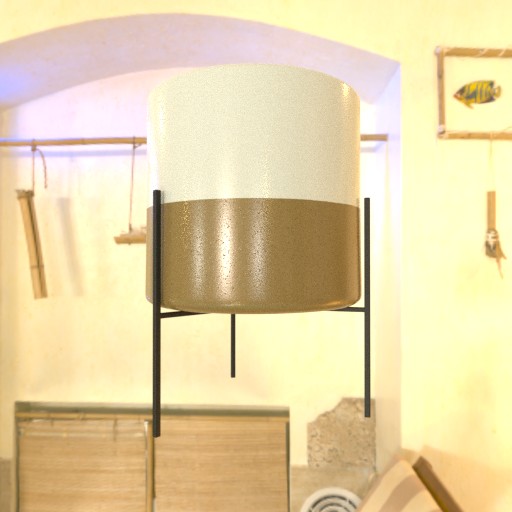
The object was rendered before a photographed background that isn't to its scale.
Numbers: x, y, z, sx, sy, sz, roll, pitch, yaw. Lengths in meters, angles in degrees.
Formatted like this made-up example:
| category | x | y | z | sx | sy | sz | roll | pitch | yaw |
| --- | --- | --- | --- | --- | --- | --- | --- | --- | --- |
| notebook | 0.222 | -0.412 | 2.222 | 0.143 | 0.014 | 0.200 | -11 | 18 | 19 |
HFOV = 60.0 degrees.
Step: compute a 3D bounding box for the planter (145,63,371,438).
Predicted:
| category | x | y | z | sx | sy | sz | roll | pitch | yaw |
| --- | --- | --- | --- | --- | --- | --- | --- | --- | --- |
| planter | 0.000 | 0.000 | 0.643 | 0.310 | 0.432 | 0.310 | 0 | 0 | 1 |
